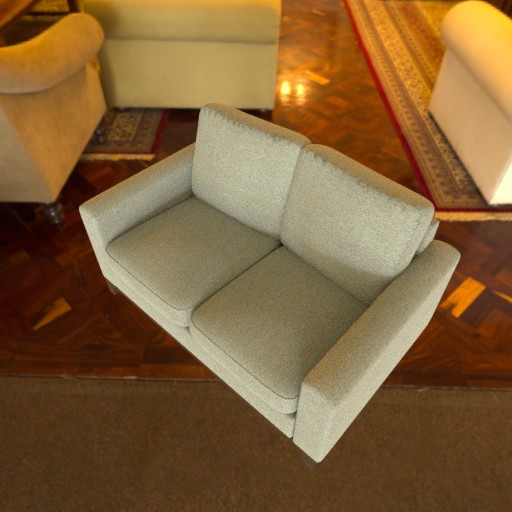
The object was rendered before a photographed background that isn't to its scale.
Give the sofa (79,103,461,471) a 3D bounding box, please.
[{"bbox_3d":[0.000,0.000,1.992,1.420,0.873,0.917,33,55,28],"label":"sofa"}]
